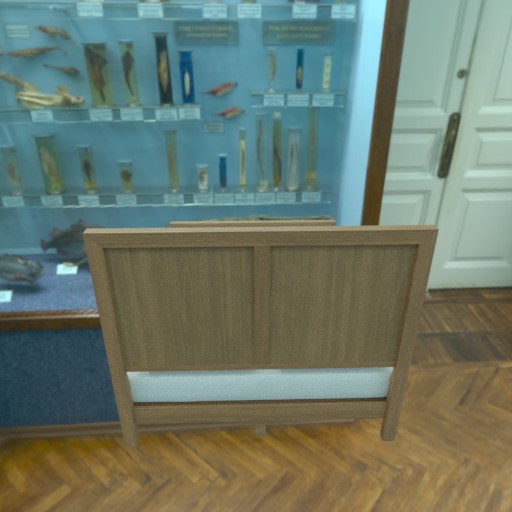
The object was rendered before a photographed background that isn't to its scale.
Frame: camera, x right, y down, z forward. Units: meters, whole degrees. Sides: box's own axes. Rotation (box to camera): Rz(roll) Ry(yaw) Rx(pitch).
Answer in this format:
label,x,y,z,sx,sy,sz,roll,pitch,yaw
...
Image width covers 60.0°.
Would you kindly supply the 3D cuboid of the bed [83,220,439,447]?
label,x,y,z,sx,sy,sz,roll,pitch,yaw
bed,0.000,0.000,3.286,1.606,1.387,2.184,-1,28,-1
